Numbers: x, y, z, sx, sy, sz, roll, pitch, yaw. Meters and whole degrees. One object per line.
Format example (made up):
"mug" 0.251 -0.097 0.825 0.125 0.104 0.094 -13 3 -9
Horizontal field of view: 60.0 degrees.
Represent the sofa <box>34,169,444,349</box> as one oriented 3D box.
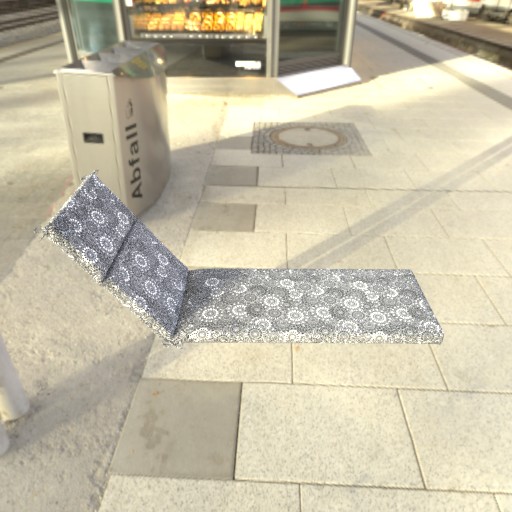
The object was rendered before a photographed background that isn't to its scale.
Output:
"sofa" 0.000 0.000 2.022 1.663 0.622 0.582 0 32 0
